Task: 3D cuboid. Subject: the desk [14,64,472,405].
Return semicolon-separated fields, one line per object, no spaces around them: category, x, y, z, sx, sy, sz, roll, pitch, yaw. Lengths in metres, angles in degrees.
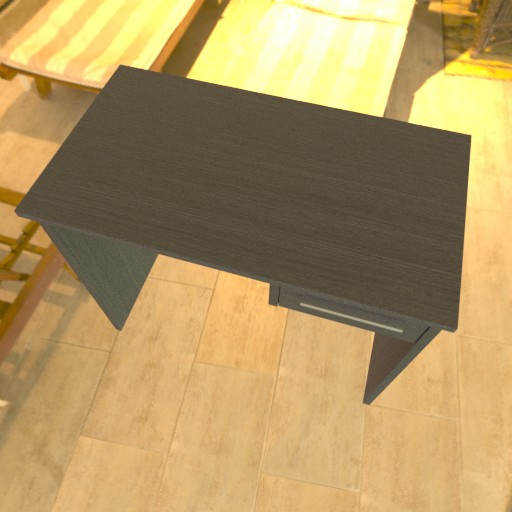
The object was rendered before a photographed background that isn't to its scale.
desk;0.000;0.000;1.280;0.893;0.724;0.498;15;60;9
